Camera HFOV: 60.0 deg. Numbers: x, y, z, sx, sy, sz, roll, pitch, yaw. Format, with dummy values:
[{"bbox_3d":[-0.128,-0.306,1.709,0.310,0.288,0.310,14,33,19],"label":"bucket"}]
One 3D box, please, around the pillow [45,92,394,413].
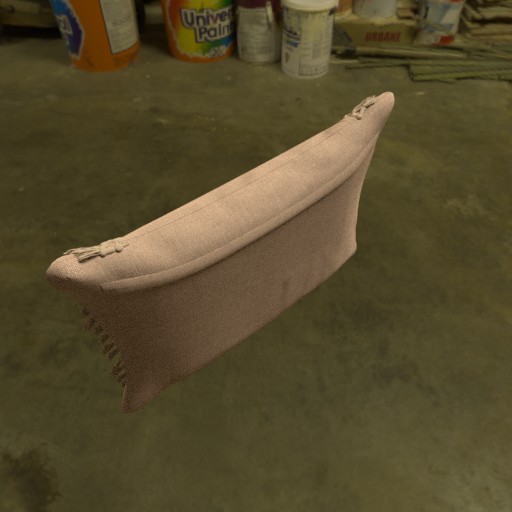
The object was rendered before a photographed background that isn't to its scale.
[{"bbox_3d":[0.000,0.000,0.578,0.466,0.305,0.084,-33,56,-26],"label":"pillow"}]
